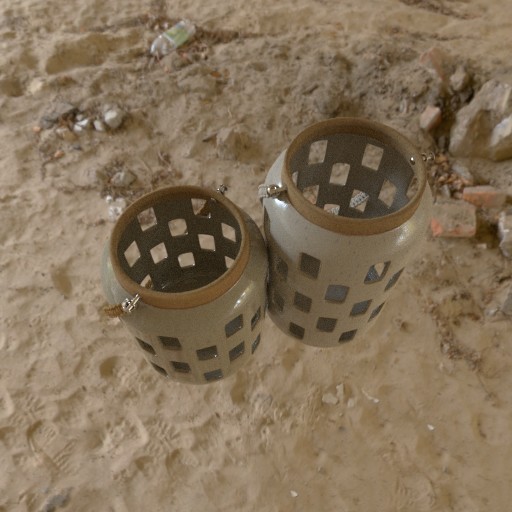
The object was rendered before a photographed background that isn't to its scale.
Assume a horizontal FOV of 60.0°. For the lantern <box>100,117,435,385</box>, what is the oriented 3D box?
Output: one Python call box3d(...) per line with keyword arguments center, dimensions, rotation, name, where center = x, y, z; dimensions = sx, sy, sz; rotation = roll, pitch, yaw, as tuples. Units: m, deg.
box3d(center=(0.000, 0.000, 0.498), dimensions=(0.347, 0.255, 0.184), rotation=(-13, 59, -8), name="lantern")
